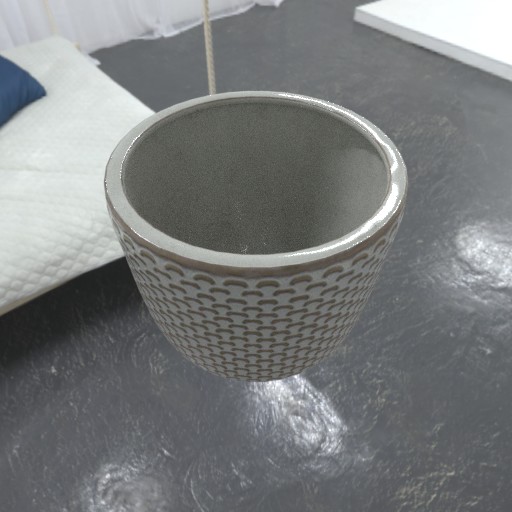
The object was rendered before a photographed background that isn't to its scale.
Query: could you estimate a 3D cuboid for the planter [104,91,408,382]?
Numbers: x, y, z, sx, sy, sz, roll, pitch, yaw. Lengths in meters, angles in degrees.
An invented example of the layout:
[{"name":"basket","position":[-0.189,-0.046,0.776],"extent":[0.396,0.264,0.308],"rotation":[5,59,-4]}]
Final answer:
[{"name":"planter","position":[0.000,0.000,0.250],"extent":[0.139,0.130,0.139],"rotation":[0,46,0]}]
